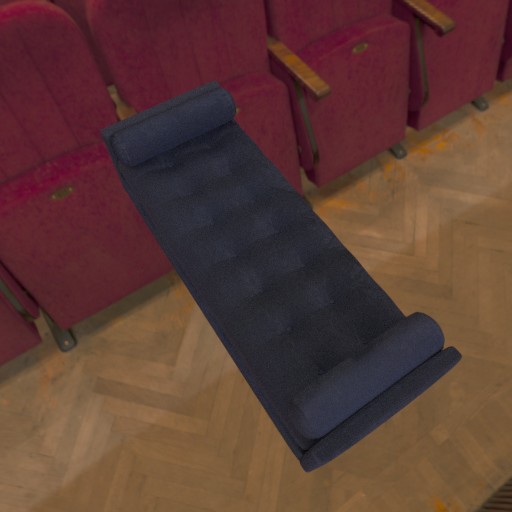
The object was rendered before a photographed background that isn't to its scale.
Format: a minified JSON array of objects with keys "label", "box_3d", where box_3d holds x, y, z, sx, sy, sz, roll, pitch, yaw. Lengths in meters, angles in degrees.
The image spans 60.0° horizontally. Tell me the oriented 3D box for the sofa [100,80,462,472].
[{"label":"sofa","box_3d":[0.000,0.000,2.465,0.796,0.705,2.102,-30,65,-15]}]
